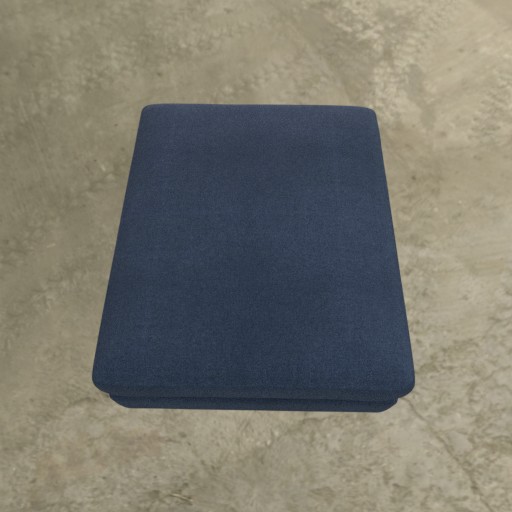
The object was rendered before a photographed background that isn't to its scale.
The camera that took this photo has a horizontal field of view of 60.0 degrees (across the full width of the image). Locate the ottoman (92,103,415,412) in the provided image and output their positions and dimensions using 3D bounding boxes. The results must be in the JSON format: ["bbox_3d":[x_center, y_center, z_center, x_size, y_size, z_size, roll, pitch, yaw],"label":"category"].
[{"bbox_3d":[0.000,0.000,1.259,0.693,0.474,0.821,1,62,0],"label":"ottoman"}]
